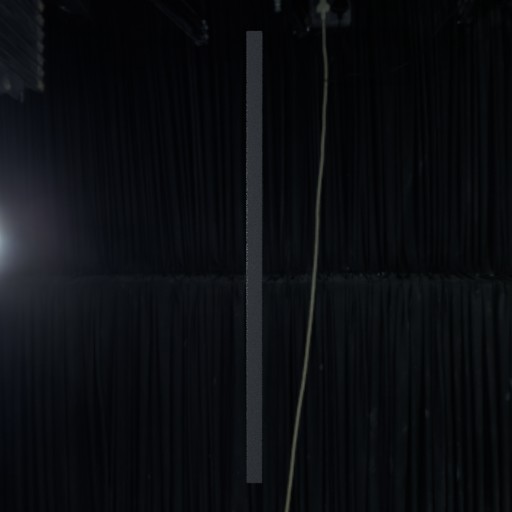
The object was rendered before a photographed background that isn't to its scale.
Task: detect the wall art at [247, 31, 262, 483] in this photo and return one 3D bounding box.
[{"bbox_3d":[0.000,0.000,0.529,0.012,0.357,0.358,0,1,0],"label":"wall art"}]
